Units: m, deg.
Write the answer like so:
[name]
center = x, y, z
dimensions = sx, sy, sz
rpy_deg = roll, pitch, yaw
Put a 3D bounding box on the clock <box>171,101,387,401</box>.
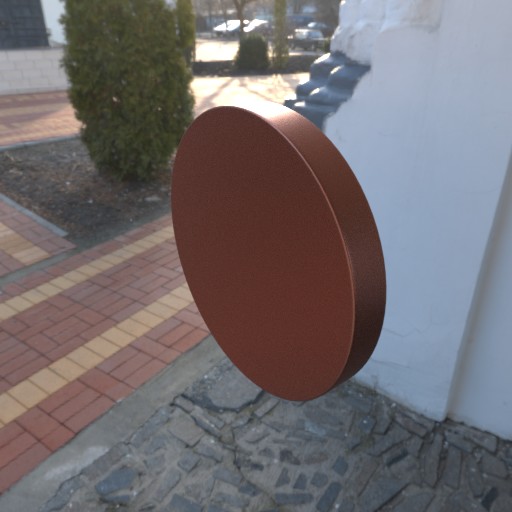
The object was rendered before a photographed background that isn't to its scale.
[clock]
center = 0.000, 0.000, 0.479
dimensions = 0.040, 0.313, 0.313
rpy_deg = -19, 33, -32
